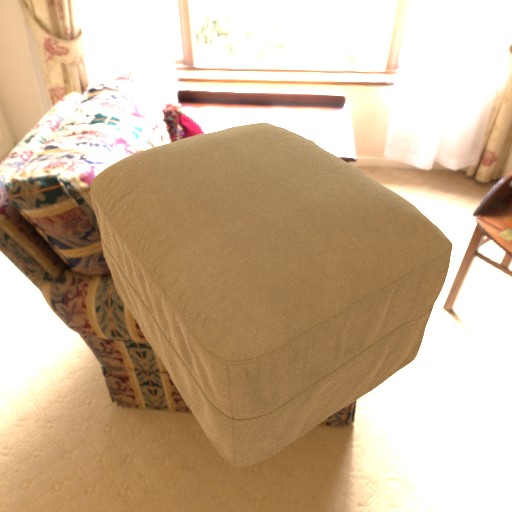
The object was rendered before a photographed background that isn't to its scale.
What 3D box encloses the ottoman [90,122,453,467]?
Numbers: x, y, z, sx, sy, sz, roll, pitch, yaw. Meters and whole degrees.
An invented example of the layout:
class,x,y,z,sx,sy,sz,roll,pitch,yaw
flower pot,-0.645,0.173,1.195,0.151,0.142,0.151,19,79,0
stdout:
class,x,y,z,sx,sy,sz,roll,pitch,yaw
ottoman,0.000,0.000,1.072,0.584,0.480,0.712,-24,47,-25
